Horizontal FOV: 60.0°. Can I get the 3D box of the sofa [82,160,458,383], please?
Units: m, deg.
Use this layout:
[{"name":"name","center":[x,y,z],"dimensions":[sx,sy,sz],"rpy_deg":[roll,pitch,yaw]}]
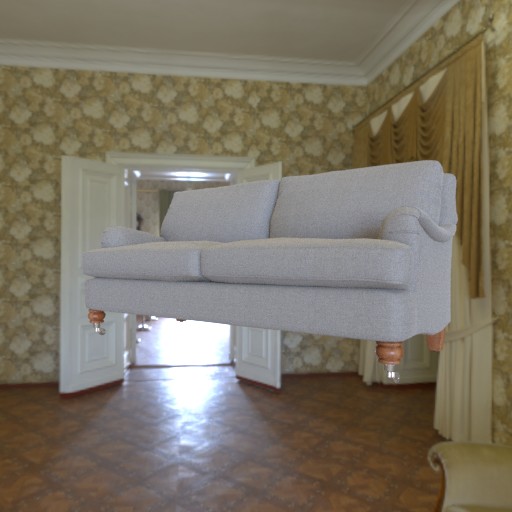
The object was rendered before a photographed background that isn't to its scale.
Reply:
[{"name":"sofa","center":[0.000,0.000,2.733],"dimensions":[2.160,1.054,1.087],"rpy_deg":[0,-1,36]}]
